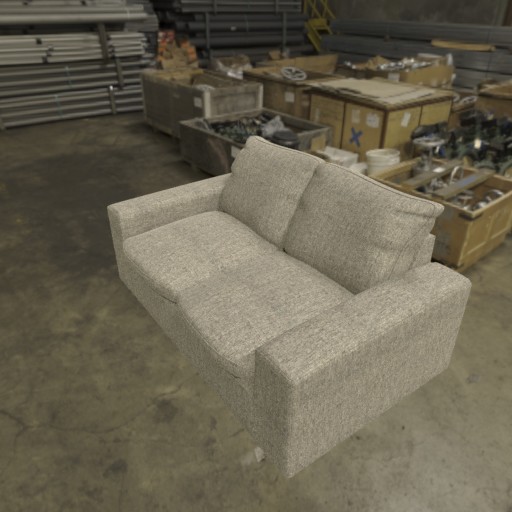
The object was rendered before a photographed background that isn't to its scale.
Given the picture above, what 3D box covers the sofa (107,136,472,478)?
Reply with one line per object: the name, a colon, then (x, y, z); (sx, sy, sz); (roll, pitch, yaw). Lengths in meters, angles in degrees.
sofa: (0.000, 0.000, 2.338); (1.094, 0.877, 1.758); (-20, 35, -30)
